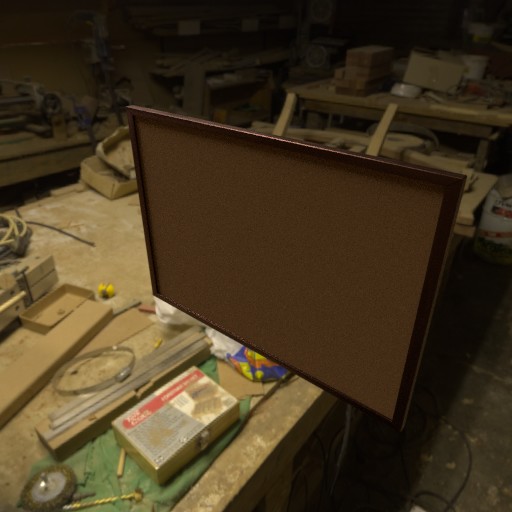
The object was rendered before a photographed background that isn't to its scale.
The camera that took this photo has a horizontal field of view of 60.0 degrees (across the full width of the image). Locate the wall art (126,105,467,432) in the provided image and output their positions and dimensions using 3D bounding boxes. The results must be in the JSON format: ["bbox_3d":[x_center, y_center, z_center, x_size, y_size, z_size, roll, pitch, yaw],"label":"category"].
[{"bbox_3d":[0.000,0.000,0.549,0.431,0.304,0.012,22,37,33],"label":"wall art"}]
